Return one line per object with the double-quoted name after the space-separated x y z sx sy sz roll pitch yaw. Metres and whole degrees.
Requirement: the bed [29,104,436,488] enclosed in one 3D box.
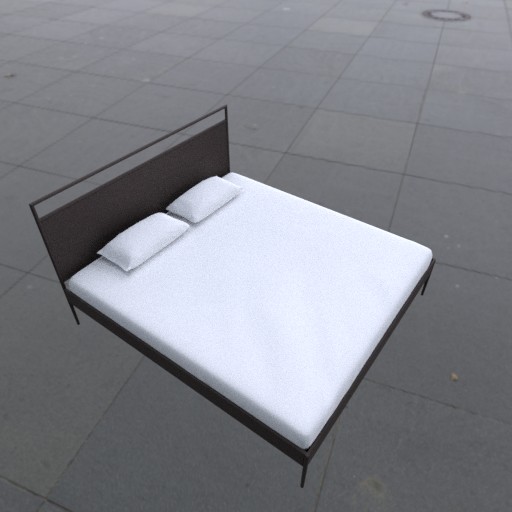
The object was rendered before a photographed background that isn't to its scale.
0.000 0.000 3.336 2.151 1.173 1.993 26 47 27 "bed"
